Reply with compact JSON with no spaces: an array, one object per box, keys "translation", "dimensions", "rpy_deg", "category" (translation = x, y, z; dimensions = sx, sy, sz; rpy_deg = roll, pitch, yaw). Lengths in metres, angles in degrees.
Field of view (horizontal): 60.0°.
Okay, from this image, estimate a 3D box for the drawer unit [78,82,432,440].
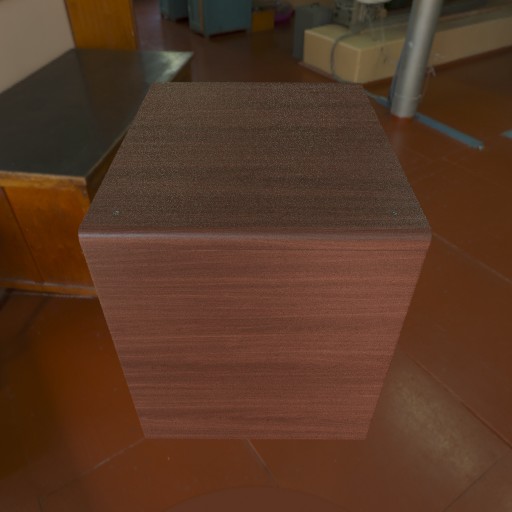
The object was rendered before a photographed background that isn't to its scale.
[{"translation":[0.000,0.000,0.607],"dimensions":[0.290,0.351,0.349],"rpy_deg":[0,41,0],"category":"drawer unit"}]
